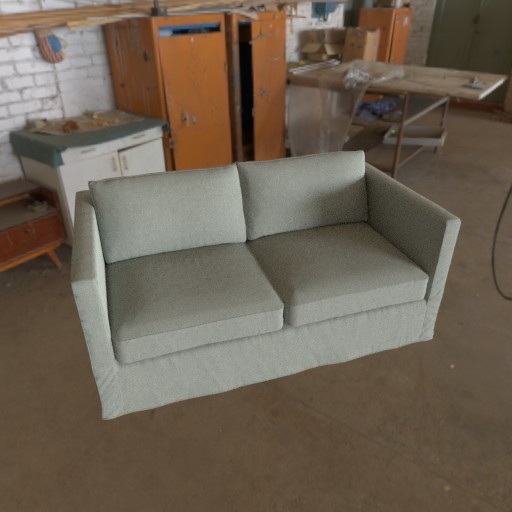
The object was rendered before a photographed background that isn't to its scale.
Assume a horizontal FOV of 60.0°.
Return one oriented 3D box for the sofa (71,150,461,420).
[{"bbox_3d":[0.000,0.000,2.316,1.727,0.830,0.944,-9,32,-16],"label":"sofa"}]
